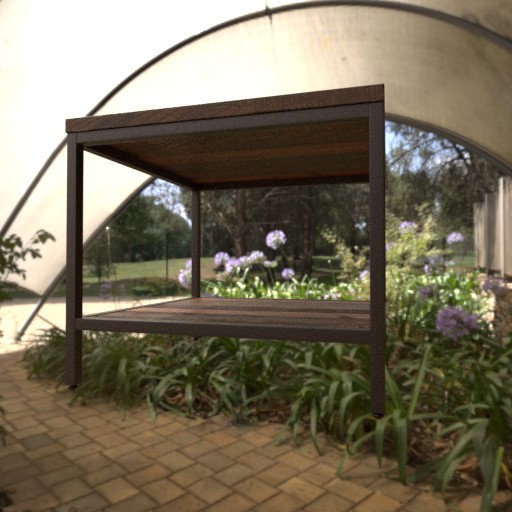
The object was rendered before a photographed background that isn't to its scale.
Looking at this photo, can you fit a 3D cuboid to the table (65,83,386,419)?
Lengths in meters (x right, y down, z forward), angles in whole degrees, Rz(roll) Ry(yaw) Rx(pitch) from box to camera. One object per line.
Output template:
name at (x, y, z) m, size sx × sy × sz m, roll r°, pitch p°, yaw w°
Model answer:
table at (0.000, 0.000, 0.973) m, size 0.548 × 0.482 × 0.553 m, roll 0°, pitch -1°, yaw 17°
